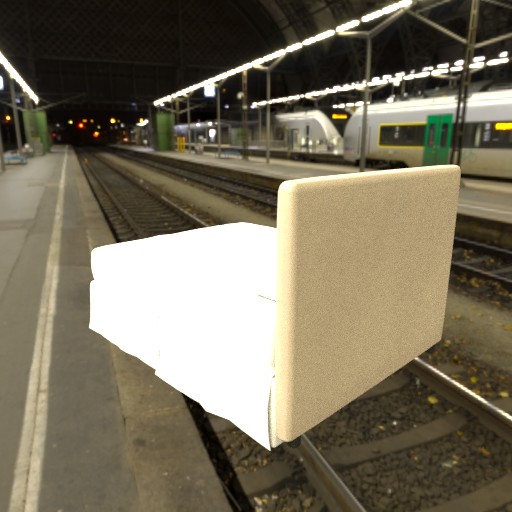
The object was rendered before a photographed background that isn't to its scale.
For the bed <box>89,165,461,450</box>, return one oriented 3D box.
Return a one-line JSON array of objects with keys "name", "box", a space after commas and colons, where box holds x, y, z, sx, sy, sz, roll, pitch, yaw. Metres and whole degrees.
[{"name": "bed", "box": [0.000, 0.000, 3.219, 1.723, 1.330, 2.142, -14, 20, -42]}]
